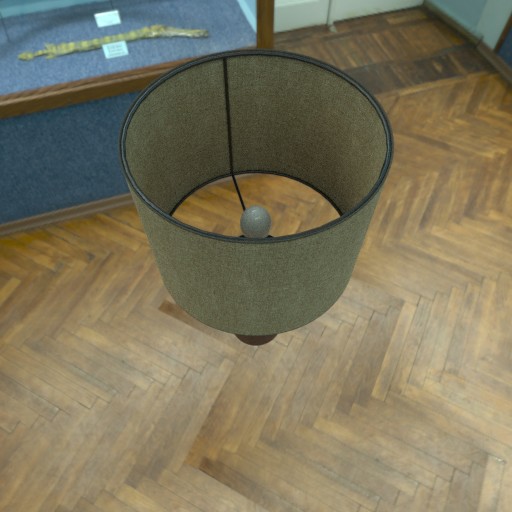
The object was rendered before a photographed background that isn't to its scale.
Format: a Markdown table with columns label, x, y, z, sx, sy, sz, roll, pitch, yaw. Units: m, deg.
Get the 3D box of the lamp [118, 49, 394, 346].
| label | x | y | z | sx | sy | sz | roll | pitch | yaw |
| --- | --- | --- | --- | --- | --- | --- | --- | --- | --- |
| lamp | 0.000 | 0.000 | 0.476 | 0.202 | 0.350 | 0.202 | 0 | 58 | 0 |
